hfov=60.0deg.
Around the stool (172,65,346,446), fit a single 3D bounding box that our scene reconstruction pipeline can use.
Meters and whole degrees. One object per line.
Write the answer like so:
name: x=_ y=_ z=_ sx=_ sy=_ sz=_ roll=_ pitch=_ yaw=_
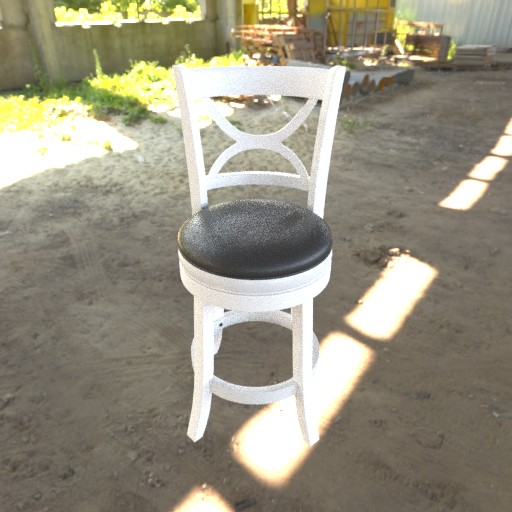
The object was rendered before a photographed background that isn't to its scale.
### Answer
stool: x=0.000 y=0.000 z=1.238 sx=0.444 sy=0.953 sz=0.508 roll=1 pitch=29 yaw=2
